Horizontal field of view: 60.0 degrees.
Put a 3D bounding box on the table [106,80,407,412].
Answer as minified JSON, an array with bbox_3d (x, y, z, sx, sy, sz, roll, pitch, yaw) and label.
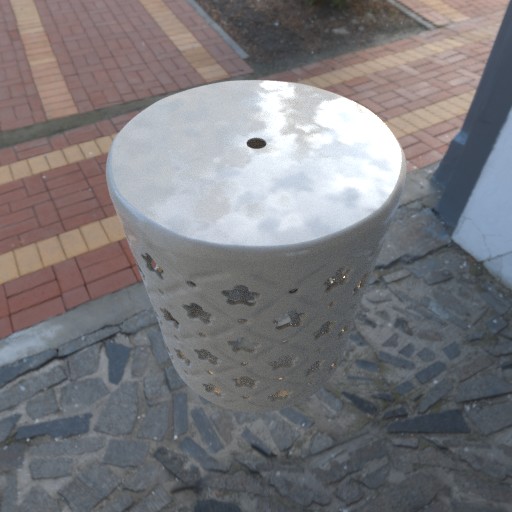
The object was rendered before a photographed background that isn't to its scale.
[{"bbox_3d":[0.000,0.000,0.660,0.352,0.387,0.352,0,47,0],"label":"table"}]
